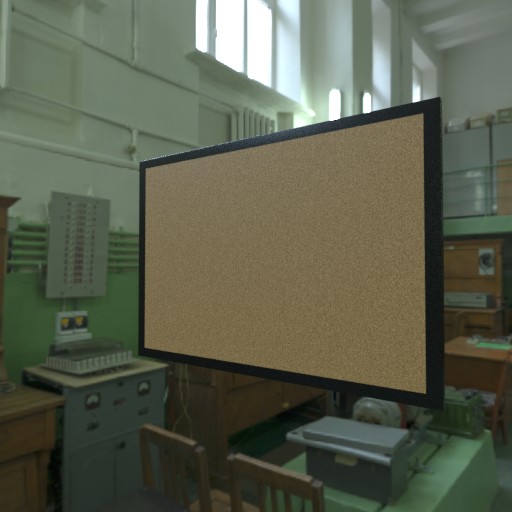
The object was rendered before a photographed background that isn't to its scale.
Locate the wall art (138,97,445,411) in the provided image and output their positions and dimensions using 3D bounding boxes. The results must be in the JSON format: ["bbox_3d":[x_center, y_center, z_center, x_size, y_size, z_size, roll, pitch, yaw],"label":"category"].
[{"bbox_3d":[0.000,0.000,1.025,0.819,0.552,0.015,-1,-2,36],"label":"wall art"}]
